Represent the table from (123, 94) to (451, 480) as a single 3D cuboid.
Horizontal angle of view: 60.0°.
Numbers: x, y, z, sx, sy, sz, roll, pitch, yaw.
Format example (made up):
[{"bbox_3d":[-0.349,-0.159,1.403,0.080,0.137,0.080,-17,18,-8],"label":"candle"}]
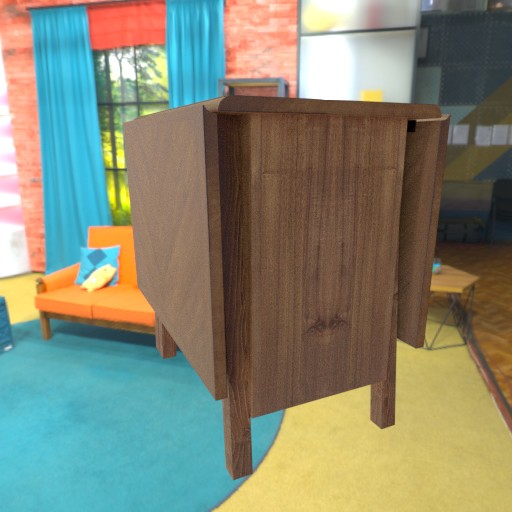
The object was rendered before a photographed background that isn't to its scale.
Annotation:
[{"bbox_3d":[0.000,0.000,1.586,0.701,0.981,0.967,-7,16,-25],"label":"table"}]
